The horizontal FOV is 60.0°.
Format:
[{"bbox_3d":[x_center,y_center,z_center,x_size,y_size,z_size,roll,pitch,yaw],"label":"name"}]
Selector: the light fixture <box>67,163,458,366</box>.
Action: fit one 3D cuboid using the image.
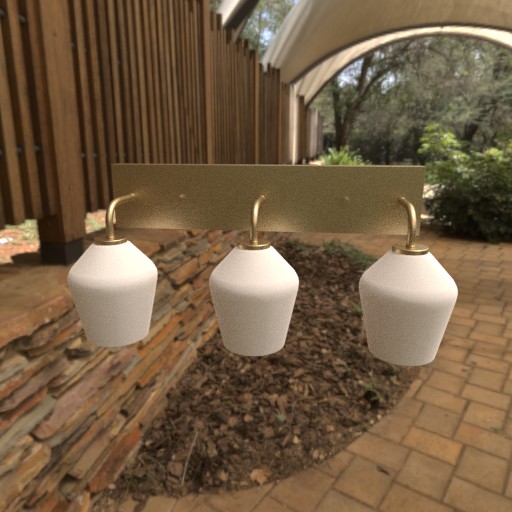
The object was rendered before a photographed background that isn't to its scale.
[{"bbox_3d":[0.000,0.000,0.716,0.609,0.280,0.190,2,15,7],"label":"light fixture"}]
